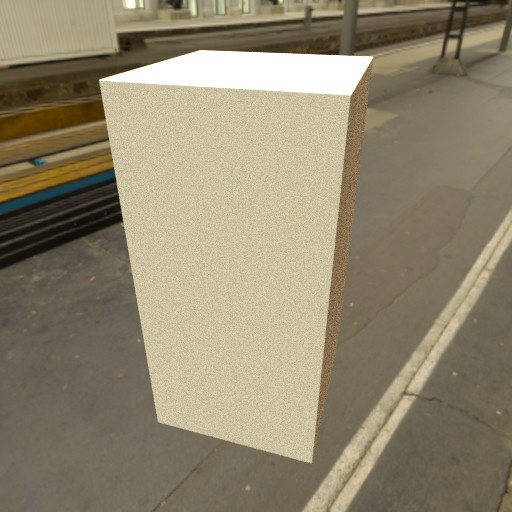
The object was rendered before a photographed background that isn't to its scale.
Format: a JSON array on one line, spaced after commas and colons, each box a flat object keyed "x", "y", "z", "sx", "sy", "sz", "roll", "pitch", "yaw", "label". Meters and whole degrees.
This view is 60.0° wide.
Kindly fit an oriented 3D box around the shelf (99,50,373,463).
[{"x": 0.000, "y": 0.000, "z": 0.749, "sx": 0.290, "sy": 0.594, "sz": 0.297, "roll": 9, "pitch": 32, "yaw": 14, "label": "shelf"}]
